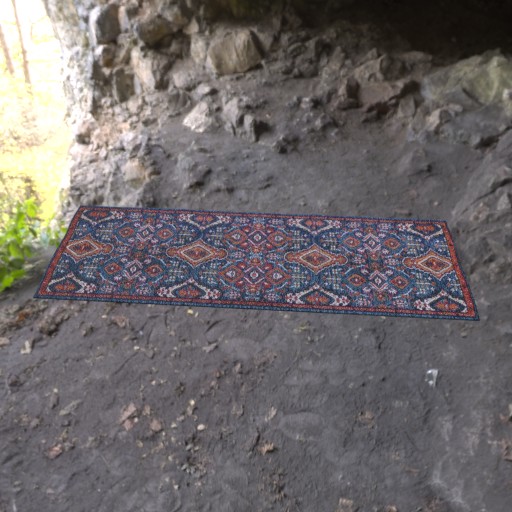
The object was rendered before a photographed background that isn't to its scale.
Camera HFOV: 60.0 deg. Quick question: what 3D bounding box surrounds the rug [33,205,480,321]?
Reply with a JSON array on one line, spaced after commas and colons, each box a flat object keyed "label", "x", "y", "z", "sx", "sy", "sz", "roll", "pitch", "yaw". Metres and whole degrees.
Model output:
[{"label": "rug", "x": 0.000, "y": 0.000, "z": 2.688, "sx": 2.459, "sy": 0.010, "sz": 0.801, "roll": 3, "pitch": 47, "yaw": 2}]
